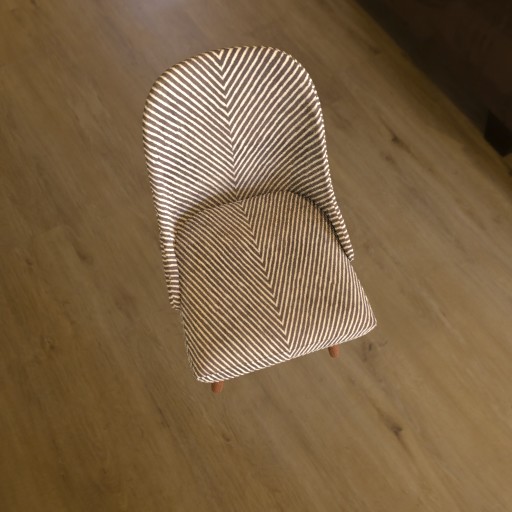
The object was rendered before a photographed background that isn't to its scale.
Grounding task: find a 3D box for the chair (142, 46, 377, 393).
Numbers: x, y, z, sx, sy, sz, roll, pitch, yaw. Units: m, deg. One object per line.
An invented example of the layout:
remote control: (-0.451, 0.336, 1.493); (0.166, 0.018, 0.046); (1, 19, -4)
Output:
chair: (0.000, 0.000, 1.223); (0.504, 0.883, 0.591); (-15, 67, -7)
